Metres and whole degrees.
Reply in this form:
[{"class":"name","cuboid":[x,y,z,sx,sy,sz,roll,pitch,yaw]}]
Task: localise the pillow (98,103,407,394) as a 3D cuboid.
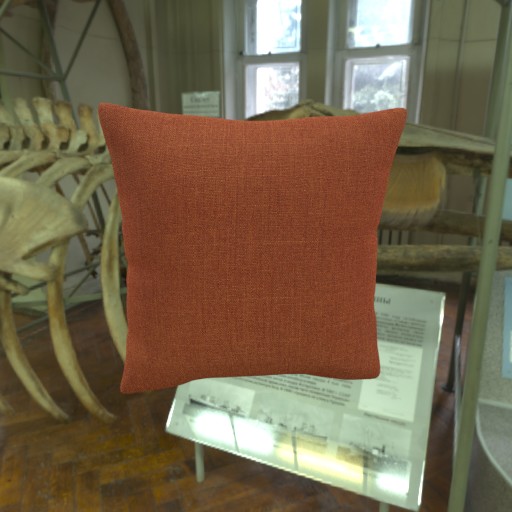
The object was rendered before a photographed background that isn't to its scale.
[{"class":"pillow","cuboid":[0.000,0.000,0.669,0.429,0.434,0.159,-2,16,-7]}]
